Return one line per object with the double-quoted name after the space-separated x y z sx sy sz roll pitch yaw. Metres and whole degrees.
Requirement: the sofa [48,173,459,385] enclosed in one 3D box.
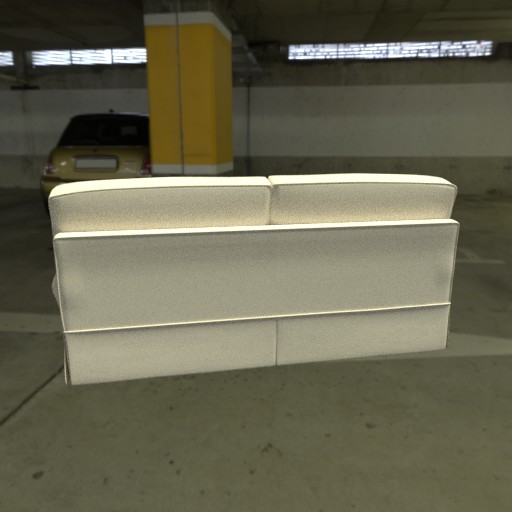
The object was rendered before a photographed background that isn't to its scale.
0.000 0.000 2.499 2.021 0.937 0.862 -3 15 -11 "sofa"
